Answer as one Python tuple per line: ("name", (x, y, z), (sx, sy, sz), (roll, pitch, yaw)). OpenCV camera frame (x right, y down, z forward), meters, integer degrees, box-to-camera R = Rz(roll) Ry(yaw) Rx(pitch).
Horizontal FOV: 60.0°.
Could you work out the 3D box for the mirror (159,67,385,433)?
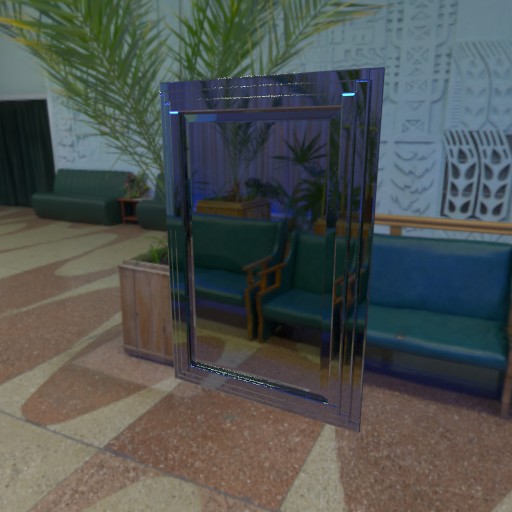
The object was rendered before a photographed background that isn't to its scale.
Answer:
("mirror", (0.000, 0.000, 1.201), (0.613, 0.914, 0.039), (8, 17, 26))
